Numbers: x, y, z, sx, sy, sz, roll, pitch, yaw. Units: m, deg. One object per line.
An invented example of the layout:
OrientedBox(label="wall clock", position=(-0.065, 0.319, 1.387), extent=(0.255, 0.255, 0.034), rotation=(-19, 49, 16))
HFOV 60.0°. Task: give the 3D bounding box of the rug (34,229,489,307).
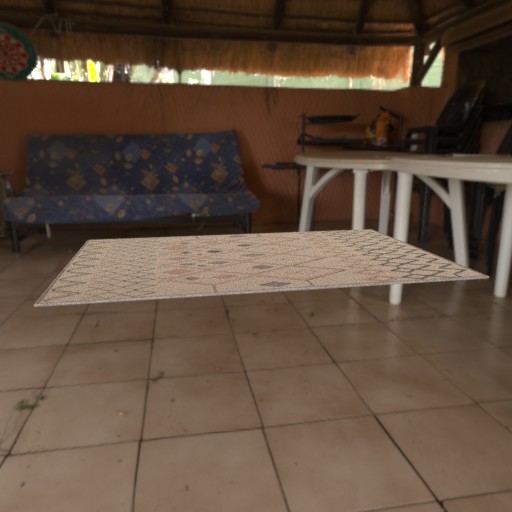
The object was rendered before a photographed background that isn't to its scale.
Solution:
OrientedBox(label="rug", position=(0.000, 0.000, 3.044), extent=(2.438, 0.015, 1.524), rotation=(-3, 14, -11))
